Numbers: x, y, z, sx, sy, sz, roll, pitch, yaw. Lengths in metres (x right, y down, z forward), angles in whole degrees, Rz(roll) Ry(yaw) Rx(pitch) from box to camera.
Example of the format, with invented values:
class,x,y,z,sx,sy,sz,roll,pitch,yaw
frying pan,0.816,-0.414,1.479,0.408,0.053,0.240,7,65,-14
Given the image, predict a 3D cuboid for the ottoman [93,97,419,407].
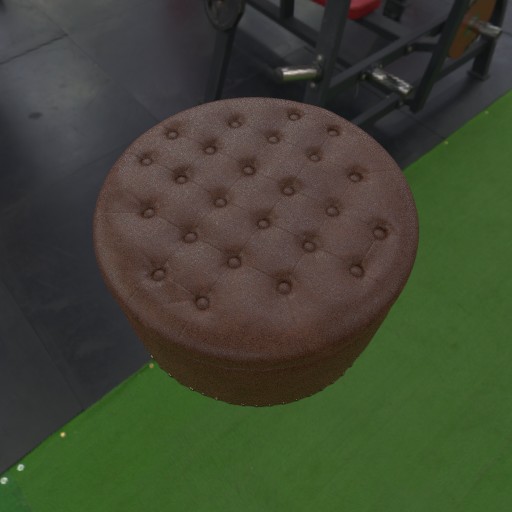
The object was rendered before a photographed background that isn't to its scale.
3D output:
class,x,y,z,sx,sy,sz,roll,pitch,yaw
ottoman,0.000,0.000,1.036,0.637,0.442,0.637,0,58,0
